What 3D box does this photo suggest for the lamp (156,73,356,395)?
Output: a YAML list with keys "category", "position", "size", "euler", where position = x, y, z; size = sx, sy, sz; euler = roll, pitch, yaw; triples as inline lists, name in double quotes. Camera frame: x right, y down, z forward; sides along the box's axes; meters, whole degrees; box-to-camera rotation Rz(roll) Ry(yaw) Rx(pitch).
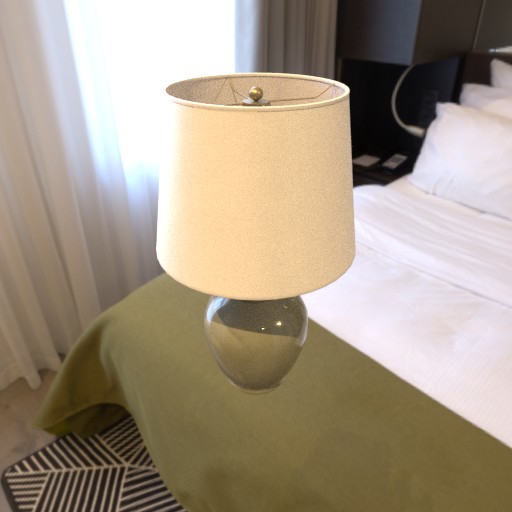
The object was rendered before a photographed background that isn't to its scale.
- category: "lamp"
  position: [0.000, 0.000, 0.553]
  size: [0.239, 0.399, 0.239]
  euler: [0, 31, 0]
